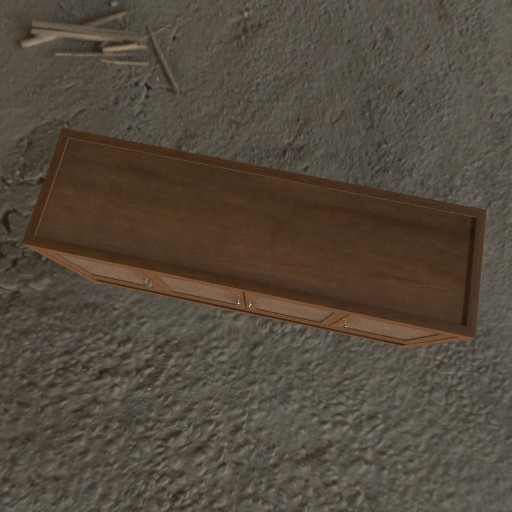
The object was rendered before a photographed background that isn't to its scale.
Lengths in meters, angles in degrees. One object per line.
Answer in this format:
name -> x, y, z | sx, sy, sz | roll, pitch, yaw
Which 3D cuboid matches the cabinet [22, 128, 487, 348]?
cabinet -> 0.000, 0.000, 2.084 | 1.708, 0.820, 0.522 | 12, 76, 3
